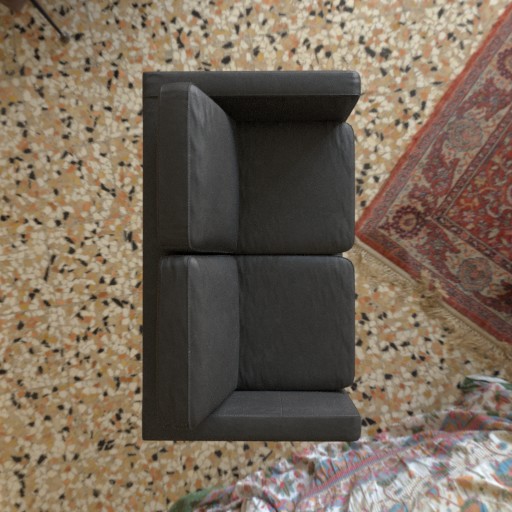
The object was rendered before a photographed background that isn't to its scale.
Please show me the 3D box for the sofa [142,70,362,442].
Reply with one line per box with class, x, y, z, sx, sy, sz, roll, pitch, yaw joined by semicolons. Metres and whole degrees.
sofa;0.000;0.000;1.937;0.879;0.899;1.430;0;90;1
